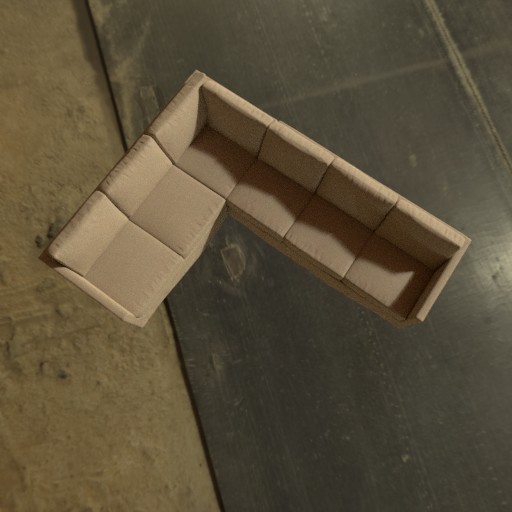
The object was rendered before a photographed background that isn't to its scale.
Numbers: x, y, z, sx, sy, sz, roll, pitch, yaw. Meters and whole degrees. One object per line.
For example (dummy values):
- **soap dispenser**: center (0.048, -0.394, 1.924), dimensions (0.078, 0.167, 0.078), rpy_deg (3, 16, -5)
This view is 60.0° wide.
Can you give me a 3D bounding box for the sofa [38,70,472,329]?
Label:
- **sofa**: center (0.000, 0.000, 4.293), dimensions (3.182, 0.871, 2.432), rpy_deg (34, 79, 8)
